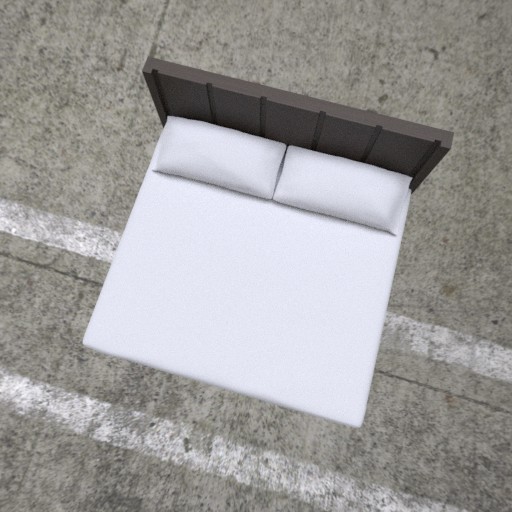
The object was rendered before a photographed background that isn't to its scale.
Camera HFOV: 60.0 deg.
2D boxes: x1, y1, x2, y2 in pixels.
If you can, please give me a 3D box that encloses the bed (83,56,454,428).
[{"bbox_3d":[0.000,0.000,3.352,2.134,1.270,2.012,16,76,4],"label":"bed"}]
